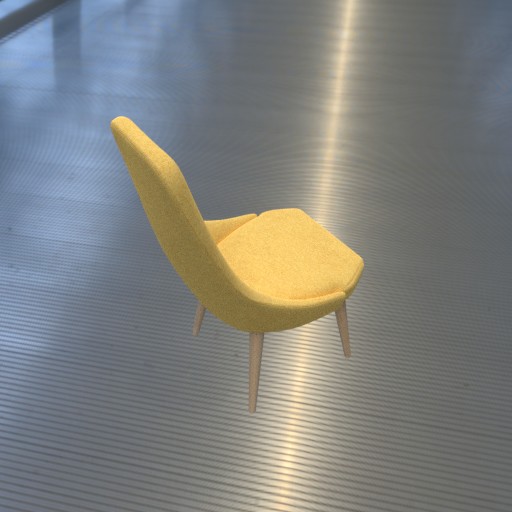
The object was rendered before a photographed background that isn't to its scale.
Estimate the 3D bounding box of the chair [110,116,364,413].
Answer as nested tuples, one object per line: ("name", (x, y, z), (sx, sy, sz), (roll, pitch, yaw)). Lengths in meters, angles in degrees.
("chair", (0.000, 0.000, 1.431), (0.660, 1.040, 0.510), (-25, 49, -25))
